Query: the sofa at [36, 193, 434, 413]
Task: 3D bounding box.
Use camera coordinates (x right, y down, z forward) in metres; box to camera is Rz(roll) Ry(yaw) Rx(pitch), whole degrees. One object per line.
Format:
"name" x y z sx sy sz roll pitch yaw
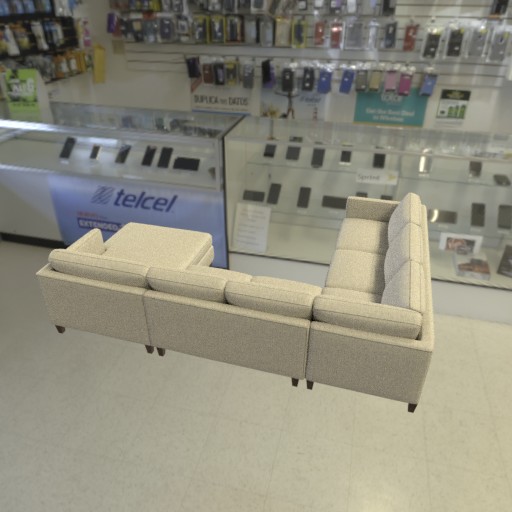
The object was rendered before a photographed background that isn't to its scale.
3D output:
"sofa" 0.000 0.000 4.675 3.403 0.889 2.551 9 33 14
